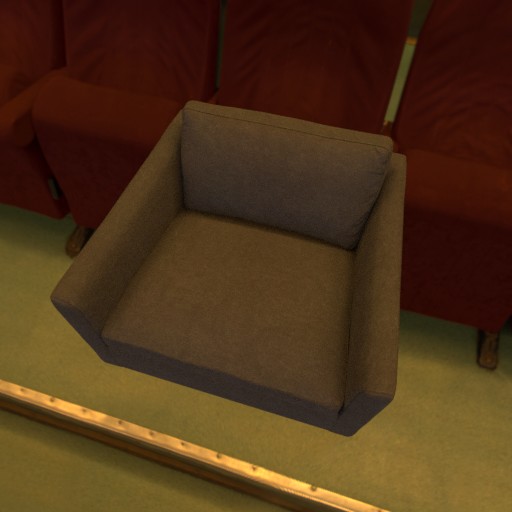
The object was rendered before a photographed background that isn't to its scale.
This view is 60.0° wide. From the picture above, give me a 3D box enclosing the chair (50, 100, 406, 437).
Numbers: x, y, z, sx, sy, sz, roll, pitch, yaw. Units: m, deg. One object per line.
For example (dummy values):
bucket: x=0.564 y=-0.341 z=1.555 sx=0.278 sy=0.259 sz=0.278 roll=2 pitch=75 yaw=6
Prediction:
chair: x=0.000 y=0.000 z=1.901 sx=1.190 sy=0.845 sz=1.091 roll=14 pitch=59 yaw=9
